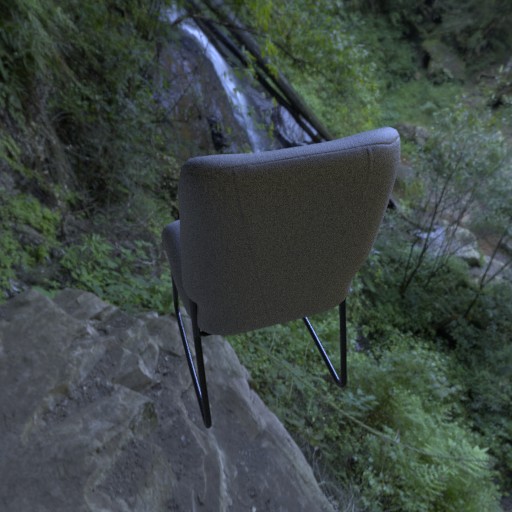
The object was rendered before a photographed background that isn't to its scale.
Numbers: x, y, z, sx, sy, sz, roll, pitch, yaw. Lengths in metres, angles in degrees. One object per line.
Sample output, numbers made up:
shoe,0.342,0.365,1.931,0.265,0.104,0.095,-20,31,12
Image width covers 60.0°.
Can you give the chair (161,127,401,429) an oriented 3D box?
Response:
chair,0.000,0.000,1.176,0.448,0.864,0.560,-12,43,-14
